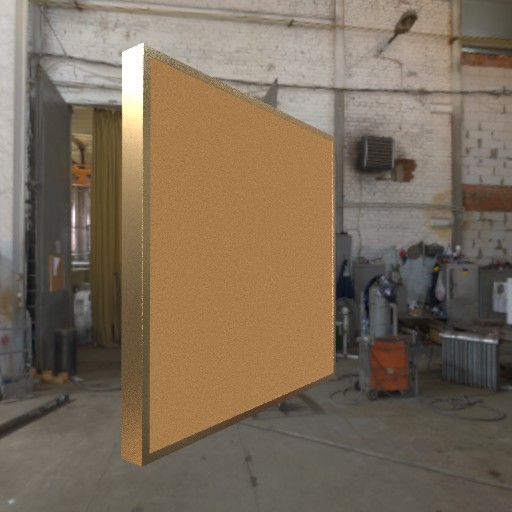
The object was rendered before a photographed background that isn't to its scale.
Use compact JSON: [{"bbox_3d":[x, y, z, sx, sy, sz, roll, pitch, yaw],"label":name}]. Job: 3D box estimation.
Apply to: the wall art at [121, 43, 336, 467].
[{"bbox_3d":[0.000,0.000,0.748,0.040,0.509,0.509,0,-1,37],"label":"wall art"}]
